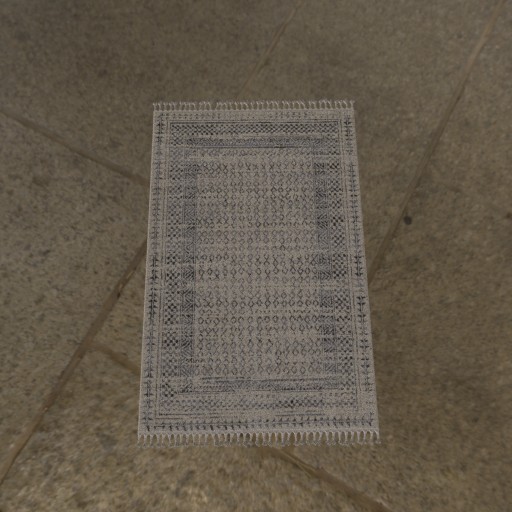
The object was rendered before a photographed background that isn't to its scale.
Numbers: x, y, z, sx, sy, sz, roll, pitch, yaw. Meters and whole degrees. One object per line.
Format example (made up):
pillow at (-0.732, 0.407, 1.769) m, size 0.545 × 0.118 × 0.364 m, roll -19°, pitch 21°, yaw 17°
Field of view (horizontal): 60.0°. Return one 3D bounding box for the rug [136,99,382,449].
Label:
rug at (0.000, 0.000, 3.090) m, size 1.548 × 0.013 × 2.486 m, roll -1°, pitch 75°, yaw 0°
